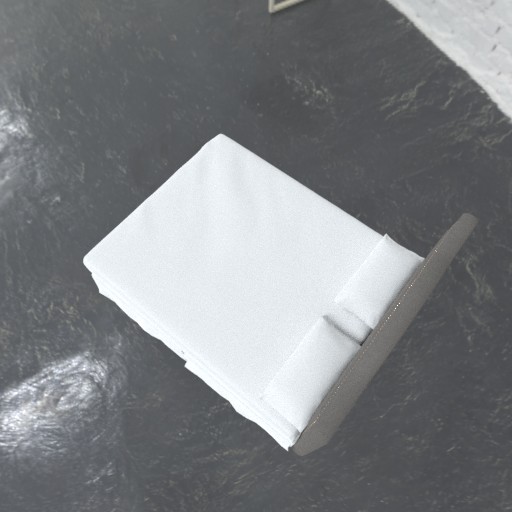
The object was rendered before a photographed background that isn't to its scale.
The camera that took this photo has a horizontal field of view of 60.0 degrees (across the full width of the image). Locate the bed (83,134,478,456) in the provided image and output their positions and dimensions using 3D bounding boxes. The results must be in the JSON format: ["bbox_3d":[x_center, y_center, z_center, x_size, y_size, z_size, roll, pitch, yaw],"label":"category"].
[{"bbox_3d":[0.000,0.000,3.400,2.282,1.436,1.821,36,69,16],"label":"bed"}]
